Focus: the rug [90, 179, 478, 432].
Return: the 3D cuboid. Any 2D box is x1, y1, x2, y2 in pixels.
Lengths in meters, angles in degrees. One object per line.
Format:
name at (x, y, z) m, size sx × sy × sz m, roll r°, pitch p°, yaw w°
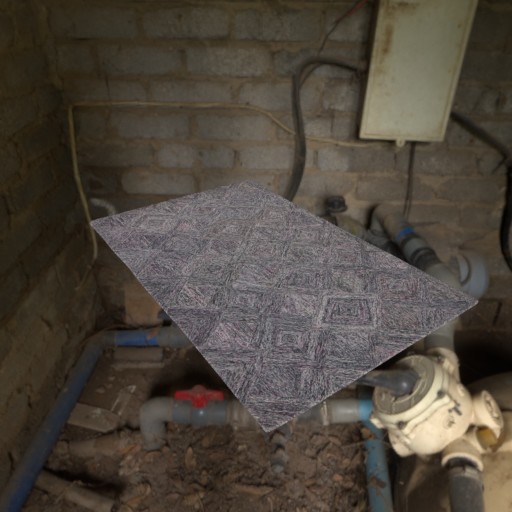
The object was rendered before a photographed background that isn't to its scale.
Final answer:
rug at (0.000, 0.000, 2.249) m, size 1.158 × 0.013 × 1.752 m, roll -20°, pitch 37°, yaw -30°
